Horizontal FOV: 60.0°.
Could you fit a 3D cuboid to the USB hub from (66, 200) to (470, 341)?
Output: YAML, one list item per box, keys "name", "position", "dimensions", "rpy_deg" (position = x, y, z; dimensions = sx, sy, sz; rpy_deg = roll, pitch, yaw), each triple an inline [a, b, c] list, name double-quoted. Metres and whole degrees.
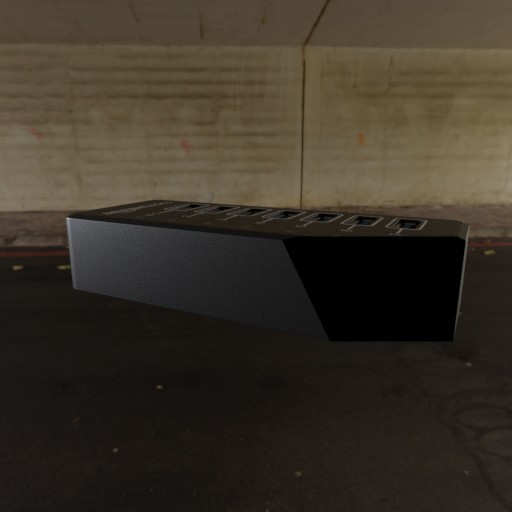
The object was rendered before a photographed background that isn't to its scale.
- name: "USB hub"
  position: [0.000, 0.000, 0.130]
  dimensions: [0.110, 0.023, 0.044]
  rpy_deg: [7, 16, 26]
